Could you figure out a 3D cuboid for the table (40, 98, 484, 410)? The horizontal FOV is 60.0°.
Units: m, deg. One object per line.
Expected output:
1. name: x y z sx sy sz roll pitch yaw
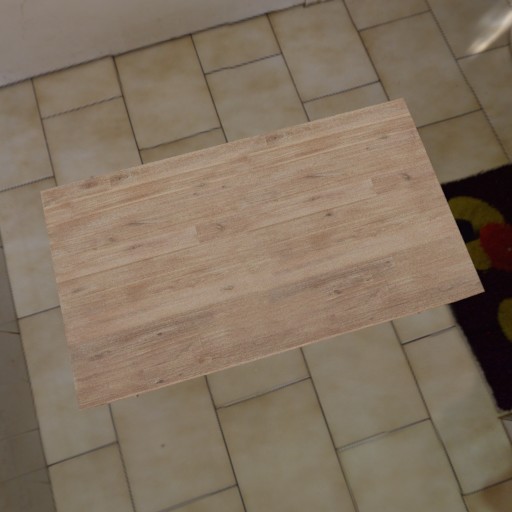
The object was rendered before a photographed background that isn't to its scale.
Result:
1. table: 0.000 0.000 2.059 1.619 0.531 0.918 -15 76 -4
